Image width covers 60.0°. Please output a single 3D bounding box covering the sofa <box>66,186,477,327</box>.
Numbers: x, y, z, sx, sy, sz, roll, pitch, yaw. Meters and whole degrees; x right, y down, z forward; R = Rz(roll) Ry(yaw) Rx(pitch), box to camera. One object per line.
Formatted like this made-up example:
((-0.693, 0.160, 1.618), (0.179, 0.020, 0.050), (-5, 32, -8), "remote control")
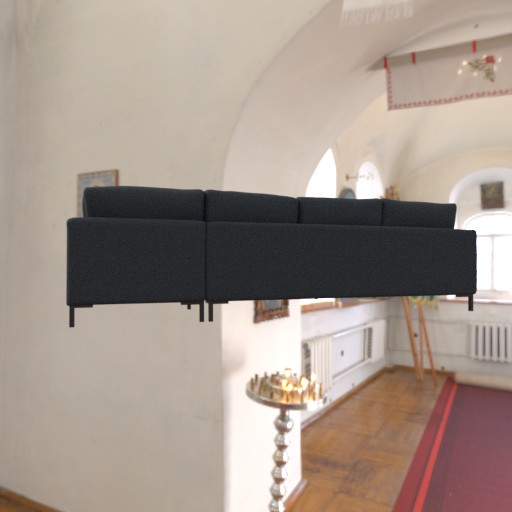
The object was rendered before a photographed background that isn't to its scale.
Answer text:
((0.000, 0.000, 3.891), (2.975, 0.858, 1.984), (0, -1, -18), "sofa")
